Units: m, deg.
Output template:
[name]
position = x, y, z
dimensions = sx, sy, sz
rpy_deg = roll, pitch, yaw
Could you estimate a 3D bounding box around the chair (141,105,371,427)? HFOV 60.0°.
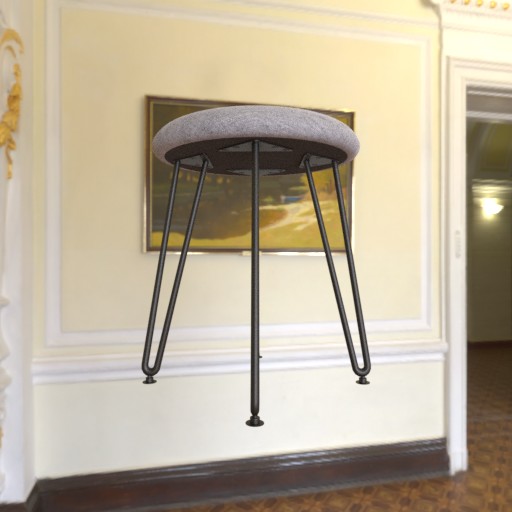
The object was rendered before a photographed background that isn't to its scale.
[chair]
position = 0.000, 0.000, 0.676
dimensions = 0.350, 0.386, 0.350
rpy_deg = 0, 0, 0
